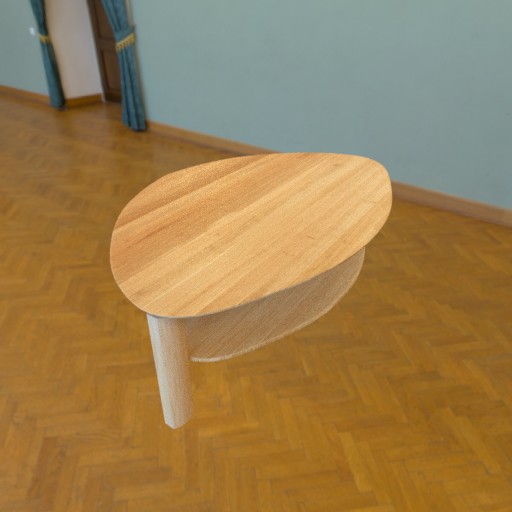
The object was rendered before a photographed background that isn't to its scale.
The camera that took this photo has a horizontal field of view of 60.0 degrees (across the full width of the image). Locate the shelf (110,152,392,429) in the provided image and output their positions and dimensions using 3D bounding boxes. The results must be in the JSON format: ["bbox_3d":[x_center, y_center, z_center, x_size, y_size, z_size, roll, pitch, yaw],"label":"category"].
[{"bbox_3d":[0.000,0.000,1.631,0.845,0.440,1.246,21,38,29],"label":"shelf"}]
